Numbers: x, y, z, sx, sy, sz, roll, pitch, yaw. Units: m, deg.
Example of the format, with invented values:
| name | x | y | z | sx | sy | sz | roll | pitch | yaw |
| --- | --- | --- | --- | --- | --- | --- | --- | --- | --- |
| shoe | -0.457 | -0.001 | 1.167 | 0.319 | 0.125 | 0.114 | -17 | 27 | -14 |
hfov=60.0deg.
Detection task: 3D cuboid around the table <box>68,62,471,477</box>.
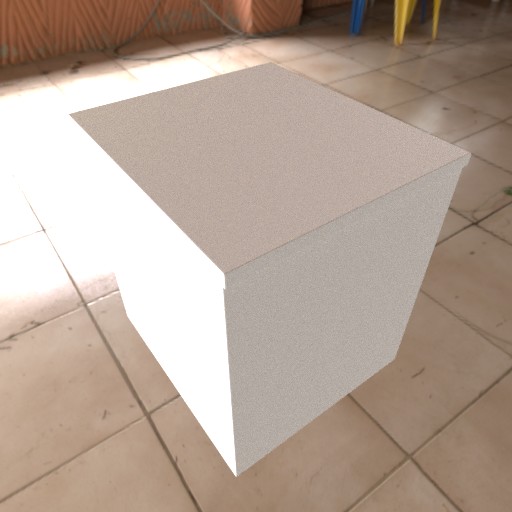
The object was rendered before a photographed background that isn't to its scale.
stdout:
| name | x | y | z | sx | sy | sz | roll | pitch | yaw |
| --- | --- | --- | --- | --- | --- | --- | --- | --- | --- |
| table | 0.000 | 0.000 | 0.763 | 0.380 | 0.460 | 0.420 | -26 | 48 | -26 |
